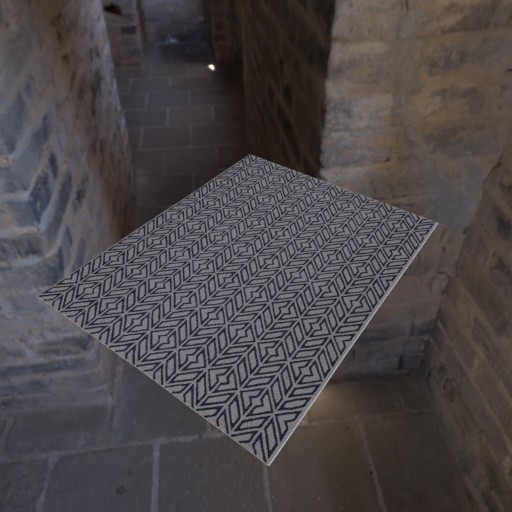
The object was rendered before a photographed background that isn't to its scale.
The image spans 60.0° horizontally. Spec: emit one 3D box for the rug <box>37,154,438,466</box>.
[{"bbox_3d":[0.000,0.000,4.173,2.421,0.008,3.045,26,48,26],"label":"rug"}]
